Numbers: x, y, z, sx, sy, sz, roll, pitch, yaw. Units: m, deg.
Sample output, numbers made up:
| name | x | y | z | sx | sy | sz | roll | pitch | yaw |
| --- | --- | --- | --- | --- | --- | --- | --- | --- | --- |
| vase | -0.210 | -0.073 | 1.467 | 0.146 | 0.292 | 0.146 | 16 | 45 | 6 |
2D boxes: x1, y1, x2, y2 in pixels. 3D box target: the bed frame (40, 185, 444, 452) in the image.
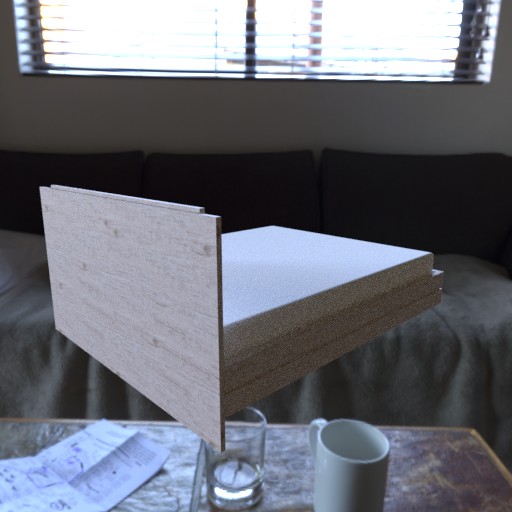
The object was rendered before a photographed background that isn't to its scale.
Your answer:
| name | x | y | z | sx | sy | sz | roll | pitch | yaw |
| --- | --- | --- | --- | --- | --- | --- | --- | --- | --- |
| bed frame | 0.000 | 0.000 | 2.977 | 2.080 | 0.970 | 1.750 | -13 | 19 | -42 |
